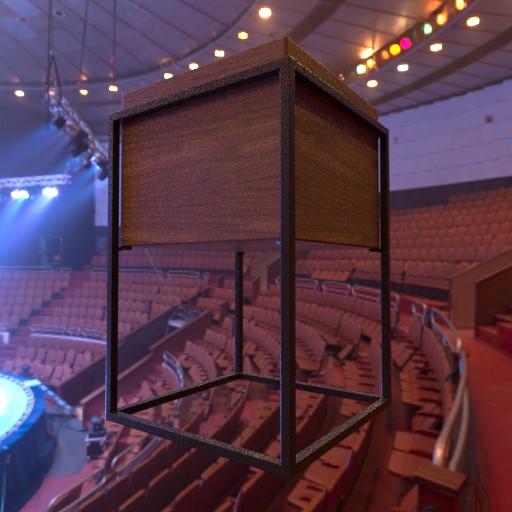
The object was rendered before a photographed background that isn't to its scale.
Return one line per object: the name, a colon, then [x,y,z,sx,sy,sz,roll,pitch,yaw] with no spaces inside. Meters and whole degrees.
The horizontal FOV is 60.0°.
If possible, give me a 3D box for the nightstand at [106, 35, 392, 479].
nightstand: [0.000,0.000,0.869,0.397,0.607,0.397,-1,-2,36]
